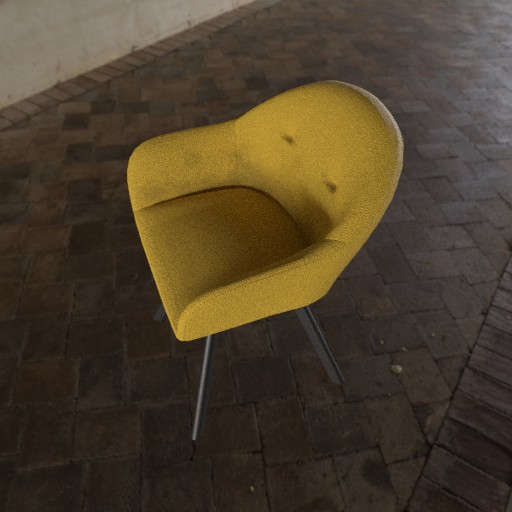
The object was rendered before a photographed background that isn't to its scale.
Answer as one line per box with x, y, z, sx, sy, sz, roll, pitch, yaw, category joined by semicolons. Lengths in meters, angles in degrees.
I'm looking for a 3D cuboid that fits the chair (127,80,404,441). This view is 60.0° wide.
0.000;0.000;1.143;0.565;0.775;0.545;-17;47;-16;chair
